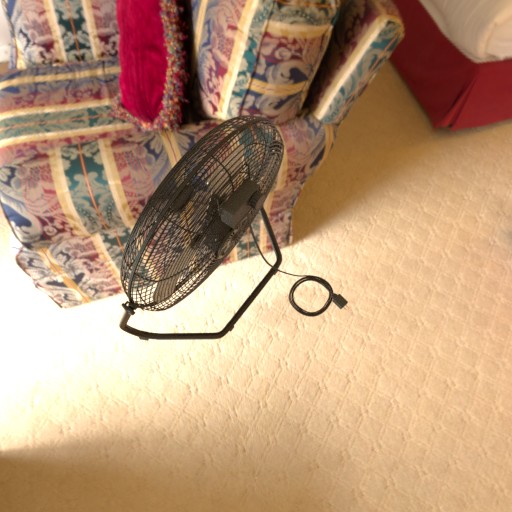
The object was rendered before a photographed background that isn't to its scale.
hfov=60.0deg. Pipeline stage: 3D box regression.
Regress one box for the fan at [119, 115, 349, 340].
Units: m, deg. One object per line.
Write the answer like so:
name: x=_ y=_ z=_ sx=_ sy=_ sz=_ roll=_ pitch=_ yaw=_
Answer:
fan: x=0.000 y=0.000 z=0.955 sx=0.424 sy=0.546 sz=0.555 roll=33 pitch=68 yaw=15
